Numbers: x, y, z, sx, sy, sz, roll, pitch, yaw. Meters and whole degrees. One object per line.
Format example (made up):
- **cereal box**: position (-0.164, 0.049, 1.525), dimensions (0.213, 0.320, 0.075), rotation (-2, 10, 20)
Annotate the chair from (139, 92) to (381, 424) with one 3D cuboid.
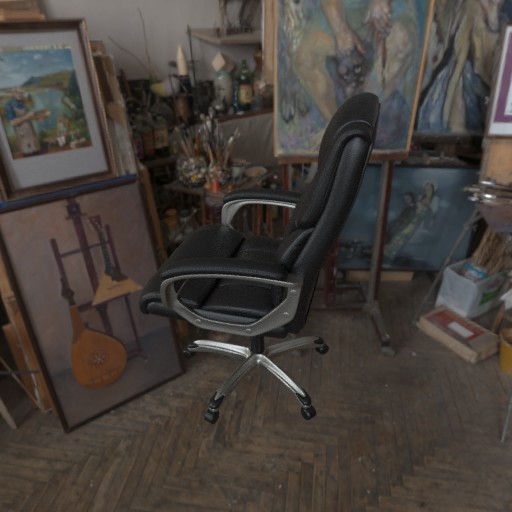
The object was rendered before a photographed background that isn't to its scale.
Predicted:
- **chair**: position (0.000, 0.000, 1.636), dimensions (0.739, 1.155, 0.663), rotation (8, 32, 13)
